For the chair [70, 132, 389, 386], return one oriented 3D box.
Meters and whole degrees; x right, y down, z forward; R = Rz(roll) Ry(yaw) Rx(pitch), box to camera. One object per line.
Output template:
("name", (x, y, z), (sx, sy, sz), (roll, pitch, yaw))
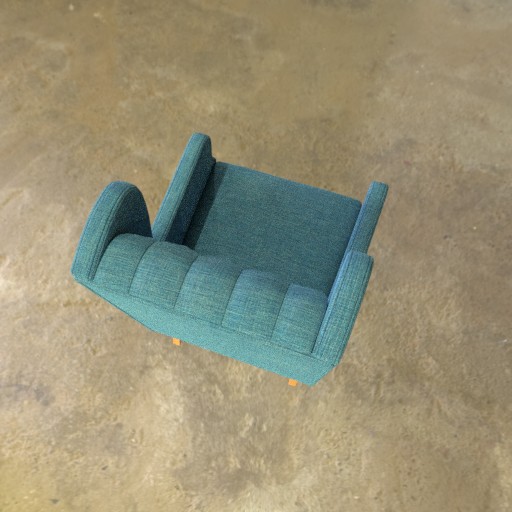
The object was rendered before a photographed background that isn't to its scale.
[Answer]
("chair", (0.000, 0.000, 1.489), (0.711, 0.952, 0.775), (17, 65, 8))
